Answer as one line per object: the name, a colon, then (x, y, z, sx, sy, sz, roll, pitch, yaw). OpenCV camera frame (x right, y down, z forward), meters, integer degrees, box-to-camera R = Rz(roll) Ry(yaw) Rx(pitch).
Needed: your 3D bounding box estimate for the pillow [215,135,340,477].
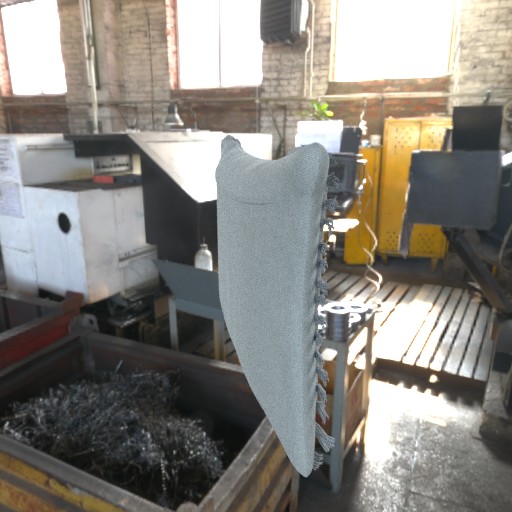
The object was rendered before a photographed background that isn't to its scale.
pillow: (0.000, 0.000, 0.583, 0.084, 0.305, 0.466, -3, 16, -11)
